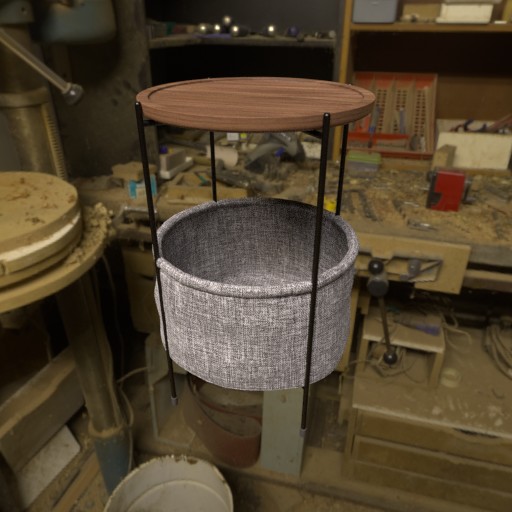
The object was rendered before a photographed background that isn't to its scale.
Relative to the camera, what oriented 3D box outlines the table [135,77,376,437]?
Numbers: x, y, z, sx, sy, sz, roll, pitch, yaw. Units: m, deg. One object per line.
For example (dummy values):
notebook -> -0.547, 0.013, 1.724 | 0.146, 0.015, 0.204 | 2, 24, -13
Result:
table -> 0.000, 0.000, 0.886 | 0.400, 0.623, 0.400 | 8, 30, 15
